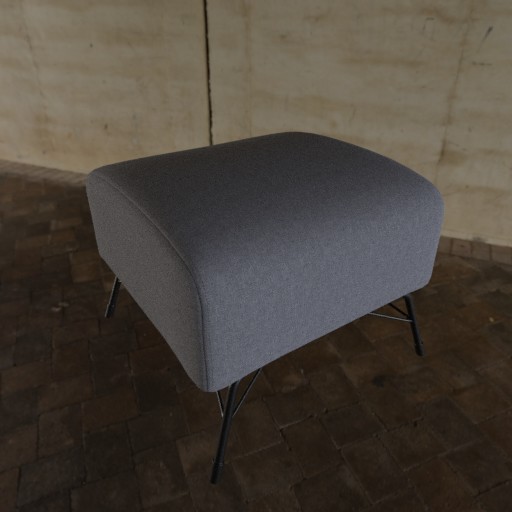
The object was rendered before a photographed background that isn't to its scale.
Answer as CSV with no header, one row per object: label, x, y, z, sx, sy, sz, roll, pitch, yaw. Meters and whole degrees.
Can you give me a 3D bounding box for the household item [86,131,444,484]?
household item,0.000,0.000,0.912,0.530,0.410,0.530,-19,35,-29
